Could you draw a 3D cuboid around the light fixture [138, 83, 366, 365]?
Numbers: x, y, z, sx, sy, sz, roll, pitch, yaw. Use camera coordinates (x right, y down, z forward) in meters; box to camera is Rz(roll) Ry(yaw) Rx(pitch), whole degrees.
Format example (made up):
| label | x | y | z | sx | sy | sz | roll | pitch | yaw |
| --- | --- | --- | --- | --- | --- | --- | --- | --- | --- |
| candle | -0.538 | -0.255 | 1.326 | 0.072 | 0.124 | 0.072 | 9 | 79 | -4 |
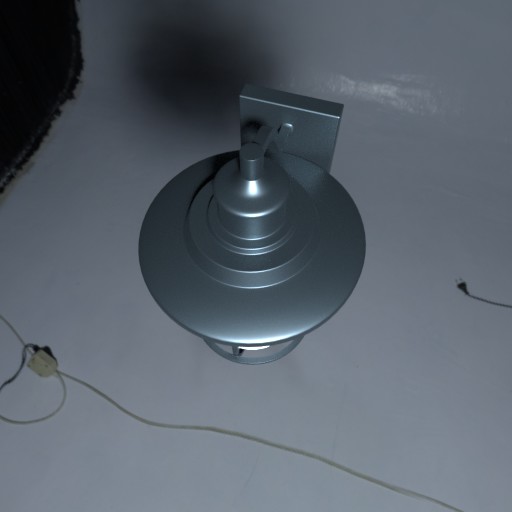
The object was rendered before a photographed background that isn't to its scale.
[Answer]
| label | x | y | z | sx | sy | sz | roll | pitch | yaw |
| --- | --- | --- | --- | --- | --- | --- | --- | --- | --- |
| light fixture | 0.000 | 0.000 | 0.494 | 0.222 | 0.345 | 0.252 | 15 | 60 | 9 |
